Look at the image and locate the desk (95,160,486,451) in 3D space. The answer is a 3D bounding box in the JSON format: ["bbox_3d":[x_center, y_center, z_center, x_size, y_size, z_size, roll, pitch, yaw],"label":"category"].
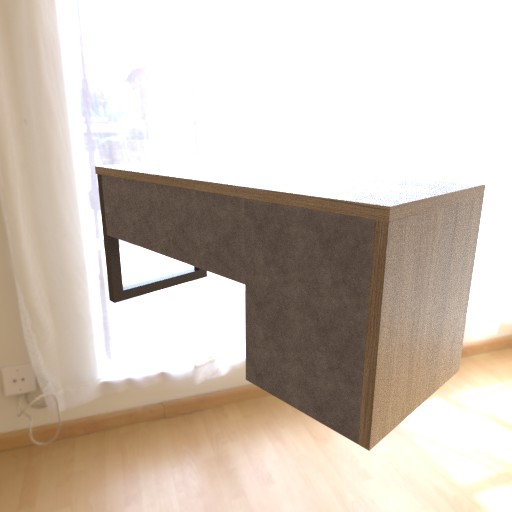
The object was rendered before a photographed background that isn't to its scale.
[{"bbox_3d":[0.000,0.000,2.061,0.690,0.760,1.700,-15,22,-42],"label":"desk"}]
